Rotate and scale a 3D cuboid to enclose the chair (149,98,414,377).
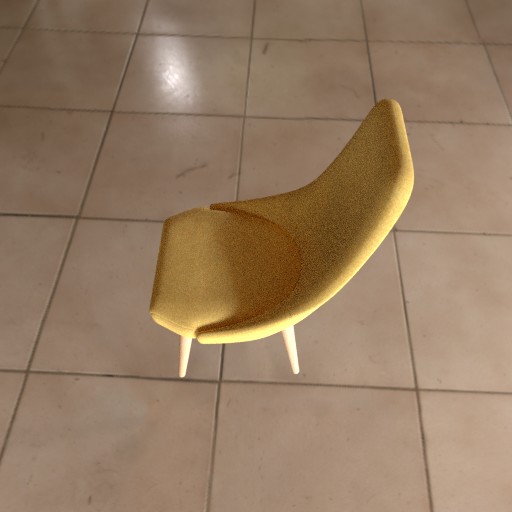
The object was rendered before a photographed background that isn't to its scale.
[{"bbox_3d":[0.000,0.000,1.402,0.660,1.040,0.510,1,59,1],"label":"chair"}]
